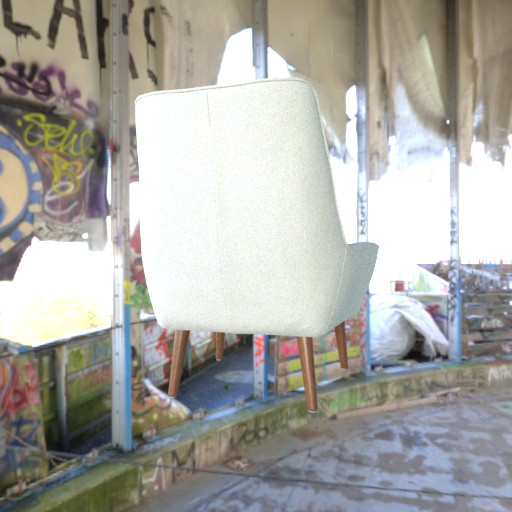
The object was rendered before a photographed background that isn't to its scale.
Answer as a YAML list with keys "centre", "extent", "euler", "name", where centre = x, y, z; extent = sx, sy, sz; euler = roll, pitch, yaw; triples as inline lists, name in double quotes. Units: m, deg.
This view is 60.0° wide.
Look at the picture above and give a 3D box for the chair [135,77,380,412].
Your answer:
- centre: [0.000, 0.000, 1.495]
  extent: [0.787, 0.888, 0.822]
  euler: [0, 0, 17]
  name: "chair"
